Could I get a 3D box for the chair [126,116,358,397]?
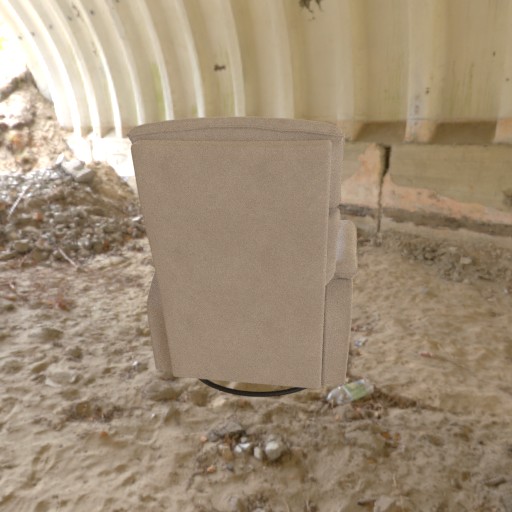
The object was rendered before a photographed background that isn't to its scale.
[{"bbox_3d":[0.000,0.000,1.787,0.820,1.039,1.001,2,15,9],"label":"chair"}]
